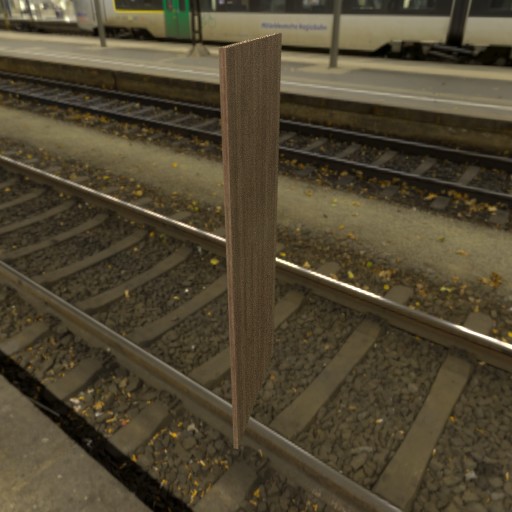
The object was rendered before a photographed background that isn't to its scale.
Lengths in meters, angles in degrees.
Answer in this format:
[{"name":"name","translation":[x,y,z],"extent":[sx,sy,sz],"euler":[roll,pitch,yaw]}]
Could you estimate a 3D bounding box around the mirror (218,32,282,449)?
[{"name":"mirror","translation":[0.000,0.000,2.304],"extent":[0.025,2.032,0.812],"euler":[8,31,14]}]
